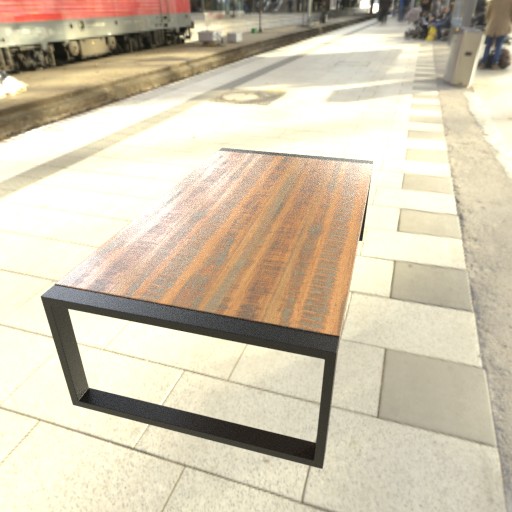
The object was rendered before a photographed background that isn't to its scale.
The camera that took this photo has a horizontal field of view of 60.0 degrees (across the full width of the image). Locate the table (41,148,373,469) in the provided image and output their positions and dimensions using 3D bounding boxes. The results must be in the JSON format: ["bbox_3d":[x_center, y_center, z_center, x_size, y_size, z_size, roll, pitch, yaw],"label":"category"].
[{"bbox_3d":[0.000,0.000,1.696,0.750,0.400,1.350,8,31,14],"label":"table"}]
